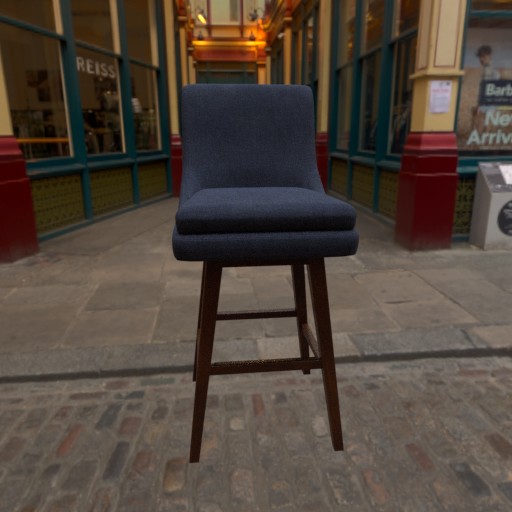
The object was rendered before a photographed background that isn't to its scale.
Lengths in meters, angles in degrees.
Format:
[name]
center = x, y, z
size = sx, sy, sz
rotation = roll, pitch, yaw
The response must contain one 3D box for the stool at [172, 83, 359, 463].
[stool]
center = 0.000, 0.000, 1.408
size = 0.489, 1.068, 0.572
rotation = -2, 16, -6
